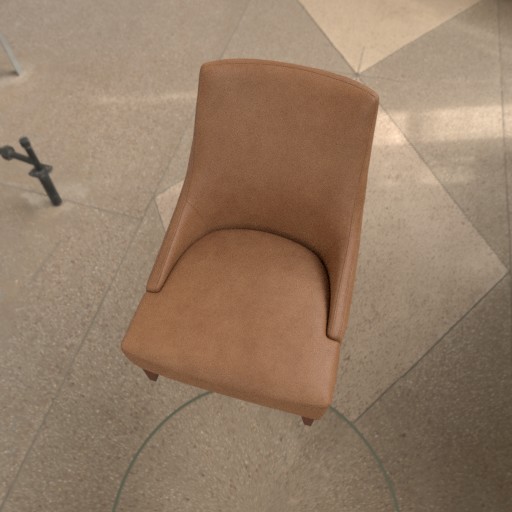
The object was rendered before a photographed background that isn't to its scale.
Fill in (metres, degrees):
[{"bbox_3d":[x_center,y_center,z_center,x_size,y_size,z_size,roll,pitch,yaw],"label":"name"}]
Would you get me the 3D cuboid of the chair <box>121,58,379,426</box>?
[{"bbox_3d":[0.000,0.000,1.507,0.701,0.909,0.861,13,59,8],"label":"chair"}]
